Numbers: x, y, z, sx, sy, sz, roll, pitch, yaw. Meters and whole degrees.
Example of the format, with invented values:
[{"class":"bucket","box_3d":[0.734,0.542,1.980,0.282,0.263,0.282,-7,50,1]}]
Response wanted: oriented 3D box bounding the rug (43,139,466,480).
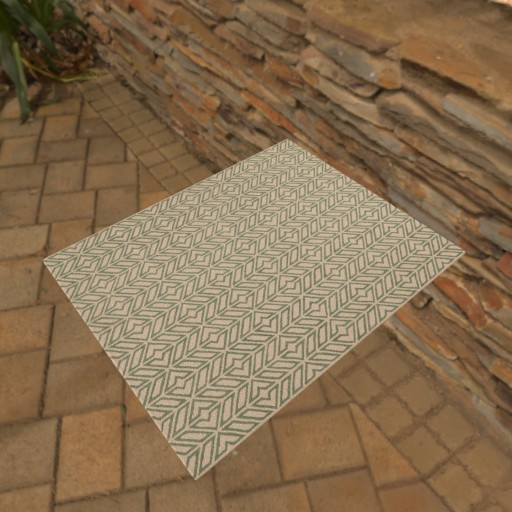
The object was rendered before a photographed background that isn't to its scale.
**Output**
[{"class":"rug","box_3d":[0.000,0.000,4.079,3.050,0.017,2.441,-32,55,-26]}]
